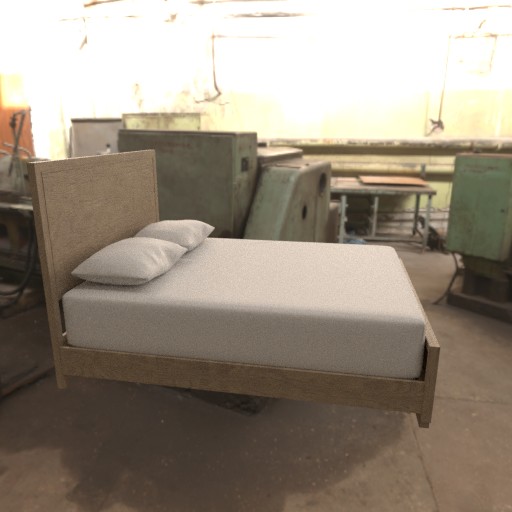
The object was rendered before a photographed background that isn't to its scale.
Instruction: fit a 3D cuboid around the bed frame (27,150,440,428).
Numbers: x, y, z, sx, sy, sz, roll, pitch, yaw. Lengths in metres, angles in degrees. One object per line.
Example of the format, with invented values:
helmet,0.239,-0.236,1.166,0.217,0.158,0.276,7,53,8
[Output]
bed frame,0.000,0.000,3.117,2.189,1.369,1.606,3,16,10
